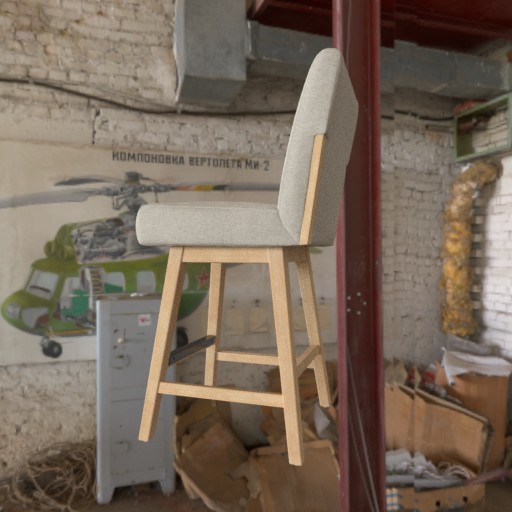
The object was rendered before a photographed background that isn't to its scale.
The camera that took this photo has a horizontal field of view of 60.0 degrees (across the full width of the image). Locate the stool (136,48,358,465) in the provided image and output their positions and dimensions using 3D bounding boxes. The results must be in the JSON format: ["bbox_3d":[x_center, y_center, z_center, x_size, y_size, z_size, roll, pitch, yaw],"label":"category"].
[{"bbox_3d":[0.000,0.000,1.431,0.606,1.085,0.507,0,1,19],"label":"stool"}]
